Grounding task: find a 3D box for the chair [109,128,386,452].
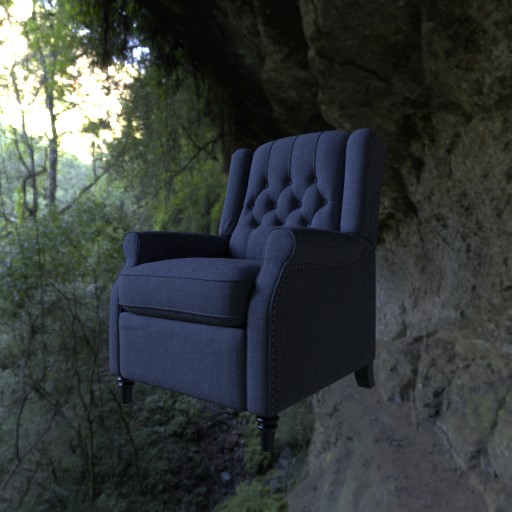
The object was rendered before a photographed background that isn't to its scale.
[{"bbox_3d":[0.000,0.000,1.655,0.742,1.035,0.898,1,2,37],"label":"chair"}]
